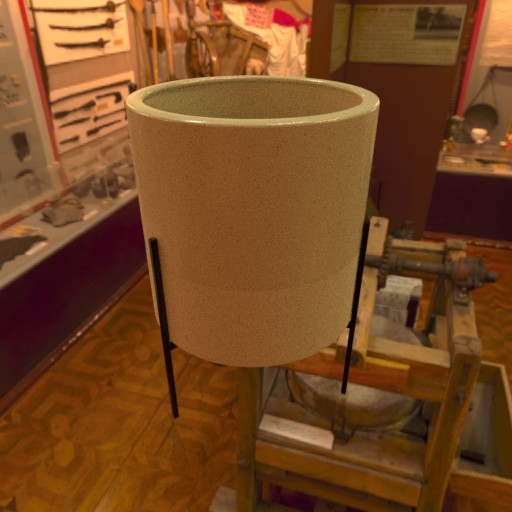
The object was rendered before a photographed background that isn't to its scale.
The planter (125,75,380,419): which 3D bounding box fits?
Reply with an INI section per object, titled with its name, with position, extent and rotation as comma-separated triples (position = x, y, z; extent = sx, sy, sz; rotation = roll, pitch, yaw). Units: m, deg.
[planter]
position = 0.000, 0.000, 0.679
extent = 0.323, 0.475, 0.314
rotation = 10, 32, 17
